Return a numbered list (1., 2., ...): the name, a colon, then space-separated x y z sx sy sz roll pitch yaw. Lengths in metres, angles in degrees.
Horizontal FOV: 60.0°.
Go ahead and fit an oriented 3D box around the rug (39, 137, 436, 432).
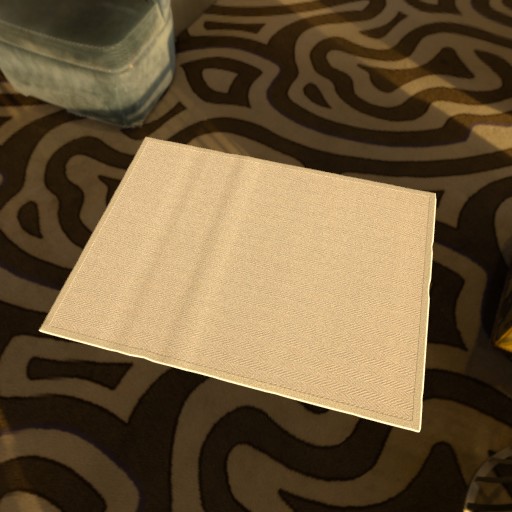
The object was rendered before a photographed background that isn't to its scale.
1. rug: 0.000 0.000 4.756 3.659 0.037 2.734 13 60 8
